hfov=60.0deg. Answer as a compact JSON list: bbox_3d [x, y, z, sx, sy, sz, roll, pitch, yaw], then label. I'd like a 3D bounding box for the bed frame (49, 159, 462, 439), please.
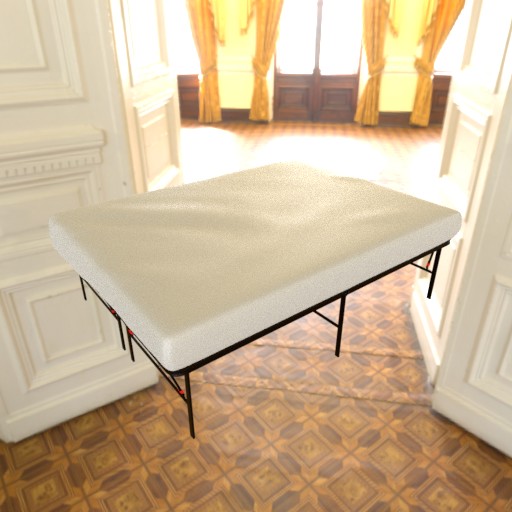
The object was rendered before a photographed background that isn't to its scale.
[{"bbox_3d":[0.000,0.000,2.884,2.151,0.667,1.584,-20,34,-33],"label":"bed frame"}]
